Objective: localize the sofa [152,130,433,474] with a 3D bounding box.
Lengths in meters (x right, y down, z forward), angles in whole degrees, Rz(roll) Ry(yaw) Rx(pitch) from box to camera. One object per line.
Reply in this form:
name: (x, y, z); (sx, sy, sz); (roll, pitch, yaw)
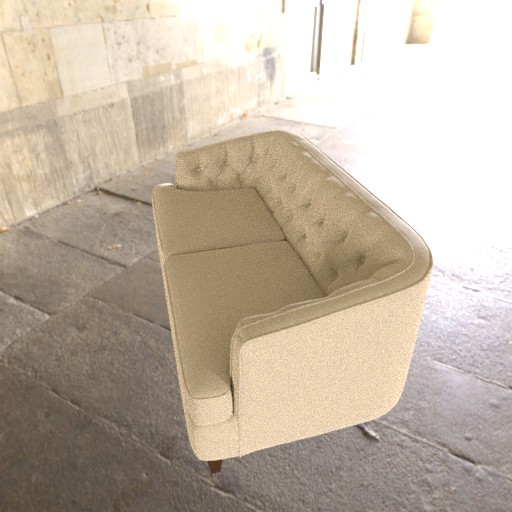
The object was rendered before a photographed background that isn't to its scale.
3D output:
sofa: (0.000, 0.000, 2.178); (0.941, 0.855, 1.733); (-8, 33, -13)
